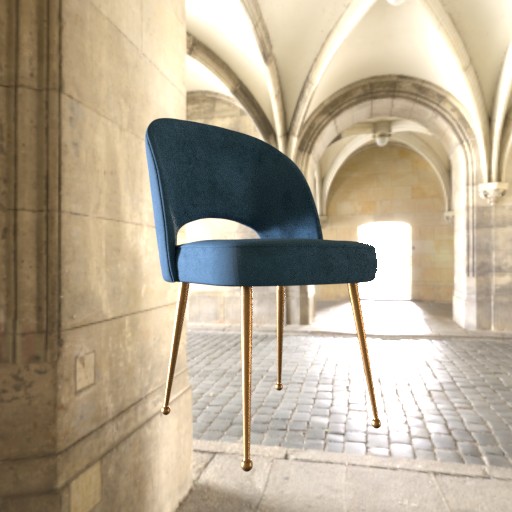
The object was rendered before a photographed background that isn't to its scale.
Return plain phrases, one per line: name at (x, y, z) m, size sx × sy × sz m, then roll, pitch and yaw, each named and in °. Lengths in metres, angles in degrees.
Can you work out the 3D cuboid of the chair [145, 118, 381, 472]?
chair at (0.000, 0.000, 1.203) m, size 0.527 × 0.860 × 0.577 m, roll 0°, pitch -1°, yaw -35°
